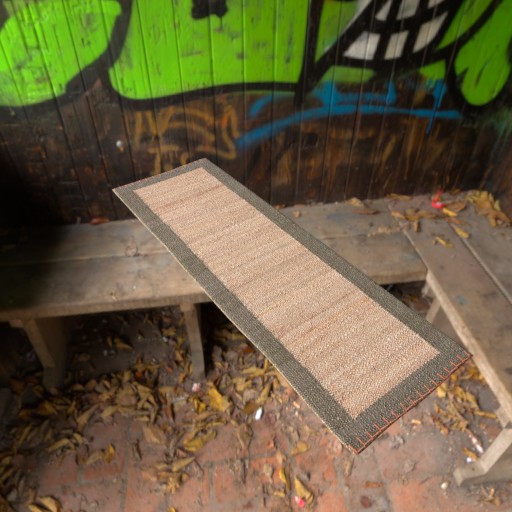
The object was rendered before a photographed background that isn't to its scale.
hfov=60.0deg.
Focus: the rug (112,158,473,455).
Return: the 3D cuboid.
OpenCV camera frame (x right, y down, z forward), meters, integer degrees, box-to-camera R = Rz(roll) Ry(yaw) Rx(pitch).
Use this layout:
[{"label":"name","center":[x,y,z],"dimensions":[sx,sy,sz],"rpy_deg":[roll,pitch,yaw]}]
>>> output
[{"label":"rug","center":[0.000,0.000,2.663],"dimensions":[0.810,0.016,2.413],"rpy_deg":[-26,47,-27]}]
